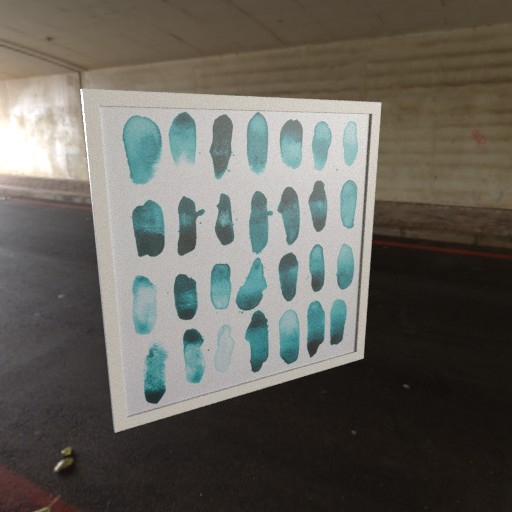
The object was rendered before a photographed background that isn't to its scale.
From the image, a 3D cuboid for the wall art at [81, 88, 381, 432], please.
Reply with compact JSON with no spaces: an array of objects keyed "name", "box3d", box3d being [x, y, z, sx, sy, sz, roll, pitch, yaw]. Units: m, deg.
[{"name":"wall art","box3d":[0.000,0.000,1.198,0.812,0.813,0.013,-8,17,-27]}]
